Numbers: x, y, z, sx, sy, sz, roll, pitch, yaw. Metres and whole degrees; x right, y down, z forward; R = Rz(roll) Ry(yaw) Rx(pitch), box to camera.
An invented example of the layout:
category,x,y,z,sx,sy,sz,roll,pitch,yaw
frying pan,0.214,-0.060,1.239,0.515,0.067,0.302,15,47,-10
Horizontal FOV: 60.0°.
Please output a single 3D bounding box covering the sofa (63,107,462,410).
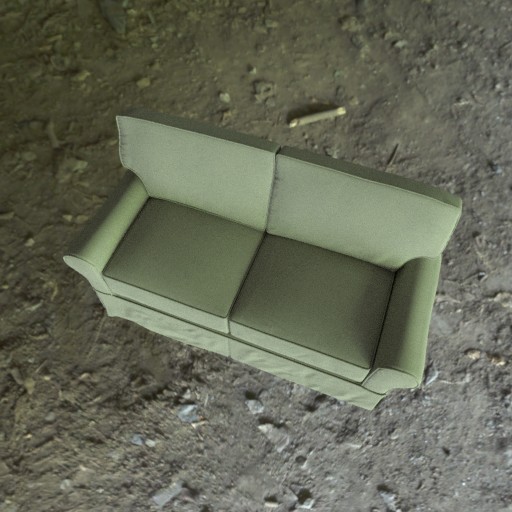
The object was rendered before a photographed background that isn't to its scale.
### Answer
category,x,y,z,sx,sy,sz,roll,pitch,yaw
sofa,0.000,0.000,2.303,1.823,1.024,0.841,18,60,11
